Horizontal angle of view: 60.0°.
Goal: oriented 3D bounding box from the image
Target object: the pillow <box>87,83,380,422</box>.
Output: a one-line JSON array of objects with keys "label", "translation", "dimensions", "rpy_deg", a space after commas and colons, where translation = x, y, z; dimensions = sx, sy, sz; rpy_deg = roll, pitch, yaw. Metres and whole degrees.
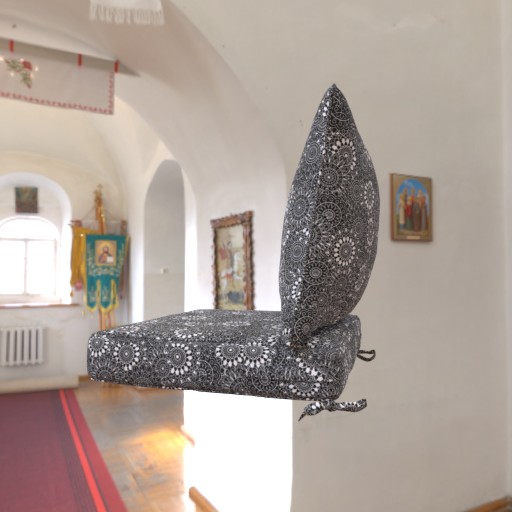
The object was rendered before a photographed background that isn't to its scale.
[{"label": "pillow", "translation": [0.000, 0.000, 1.368], "dimensions": [0.740, 0.722, 0.798], "rpy_deg": [0, -1, 17]}]
